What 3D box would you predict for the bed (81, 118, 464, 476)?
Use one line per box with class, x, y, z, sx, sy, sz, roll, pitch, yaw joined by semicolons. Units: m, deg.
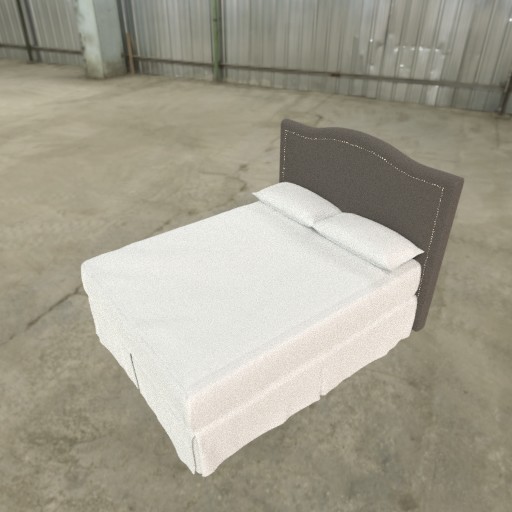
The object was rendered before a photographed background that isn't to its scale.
bed;0.000;0.000;3.103;2.036;1.387;1.666;-23;39;-31
